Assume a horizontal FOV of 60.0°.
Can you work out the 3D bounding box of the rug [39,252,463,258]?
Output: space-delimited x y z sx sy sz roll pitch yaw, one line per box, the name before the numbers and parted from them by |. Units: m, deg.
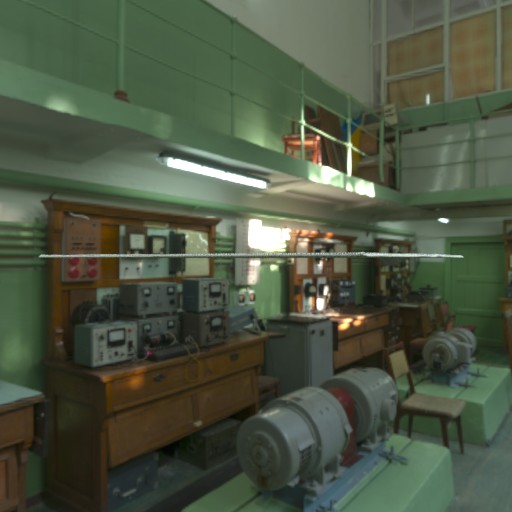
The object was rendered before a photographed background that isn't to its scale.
rug | 0.000 0.000 4.055 3.052 0.030 2.429 0 0 36
